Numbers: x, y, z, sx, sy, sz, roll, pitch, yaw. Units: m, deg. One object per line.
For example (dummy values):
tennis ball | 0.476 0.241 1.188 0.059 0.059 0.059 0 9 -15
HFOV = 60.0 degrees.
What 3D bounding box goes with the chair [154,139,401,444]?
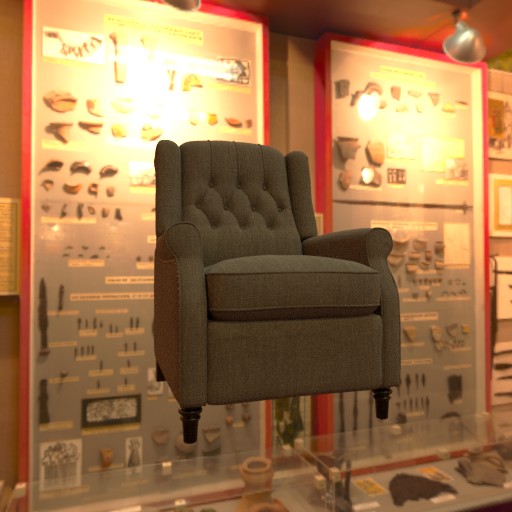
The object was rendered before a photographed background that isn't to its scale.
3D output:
chair | 0.000 0.000 1.650 0.742 1.035 0.898 0 -1 -18
